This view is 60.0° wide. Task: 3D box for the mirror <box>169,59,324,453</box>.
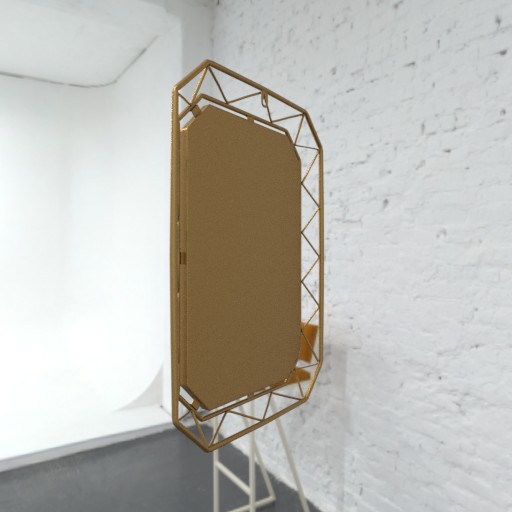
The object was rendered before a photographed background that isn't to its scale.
[{"bbox_3d":[0.000,0.000,0.751,0.042,0.566,0.417,0,0,36],"label":"mirror"}]
